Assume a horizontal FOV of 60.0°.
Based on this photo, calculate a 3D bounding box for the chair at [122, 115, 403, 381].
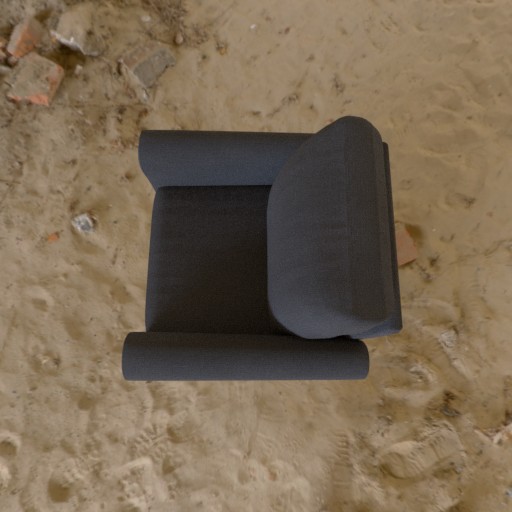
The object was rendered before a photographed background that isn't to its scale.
[{"bbox_3d":[0.000,0.000,1.601,0.828,0.942,0.867,0,75,0],"label":"chair"}]
